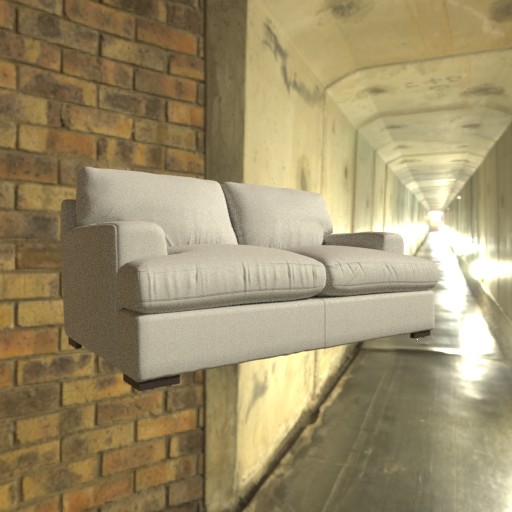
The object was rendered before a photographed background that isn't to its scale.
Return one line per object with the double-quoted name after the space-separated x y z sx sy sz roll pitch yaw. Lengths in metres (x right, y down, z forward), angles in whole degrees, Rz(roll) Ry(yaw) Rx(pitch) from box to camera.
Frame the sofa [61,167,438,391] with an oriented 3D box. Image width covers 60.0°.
0.000 0.000 2.485 1.880 0.940 1.143 0 1 -36 "sofa"
